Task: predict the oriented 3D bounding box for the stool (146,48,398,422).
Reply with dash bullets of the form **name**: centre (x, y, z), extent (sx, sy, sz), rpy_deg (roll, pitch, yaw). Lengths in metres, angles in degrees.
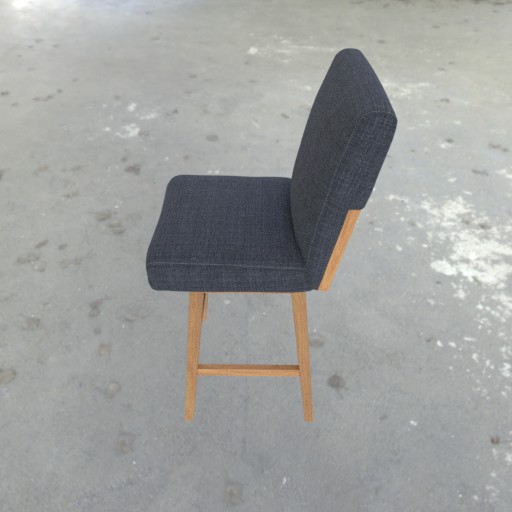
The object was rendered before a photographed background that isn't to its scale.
- **stool**: centre (0.000, 0.000, 1.363), extent (0.570, 1.112, 0.483), rpy_deg (0, 41, 1)
